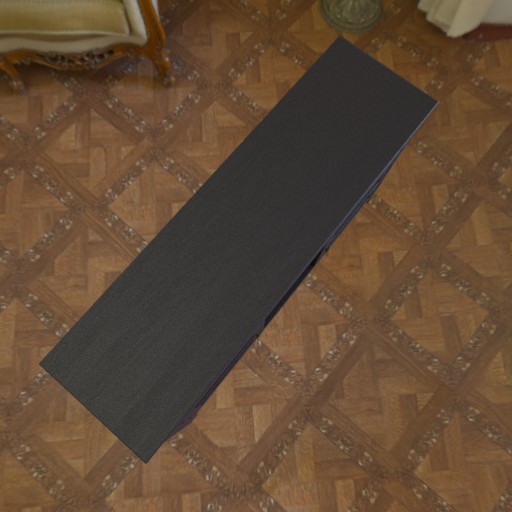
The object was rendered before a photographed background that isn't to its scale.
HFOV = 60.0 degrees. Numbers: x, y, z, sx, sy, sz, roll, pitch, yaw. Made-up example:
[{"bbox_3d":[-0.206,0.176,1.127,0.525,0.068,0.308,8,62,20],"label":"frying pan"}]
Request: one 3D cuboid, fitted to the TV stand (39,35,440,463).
[{"bbox_3d":[0.000,0.000,1.464,0.347,0.681,1.198,38,78,9],"label":"TV stand"}]
